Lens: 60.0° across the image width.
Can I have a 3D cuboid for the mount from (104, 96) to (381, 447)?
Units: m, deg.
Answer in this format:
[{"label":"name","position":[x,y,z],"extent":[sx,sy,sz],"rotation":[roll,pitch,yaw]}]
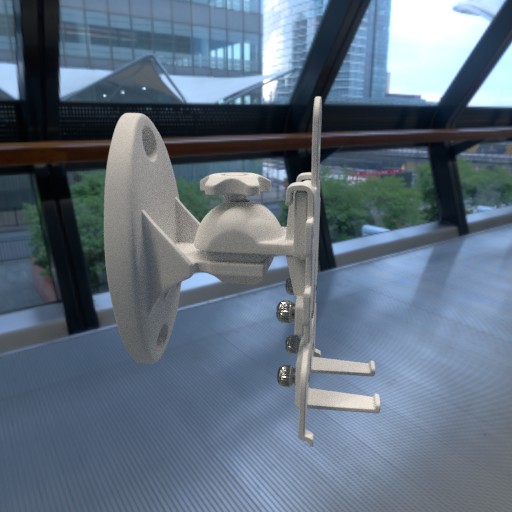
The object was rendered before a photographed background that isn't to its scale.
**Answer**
[{"label":"mount","position":[0.000,0.000,0.175],"extent":[0.100,0.118,0.066],"rotation":[3,16,10]}]
